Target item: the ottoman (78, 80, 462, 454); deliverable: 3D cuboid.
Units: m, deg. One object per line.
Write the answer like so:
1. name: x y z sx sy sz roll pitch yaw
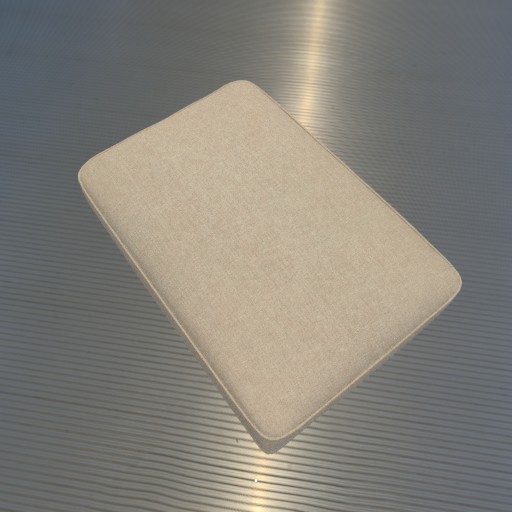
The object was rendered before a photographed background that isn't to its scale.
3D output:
1. ottoman: 0.000 0.000 1.164 0.559 0.458 0.813 -34 68 -16
